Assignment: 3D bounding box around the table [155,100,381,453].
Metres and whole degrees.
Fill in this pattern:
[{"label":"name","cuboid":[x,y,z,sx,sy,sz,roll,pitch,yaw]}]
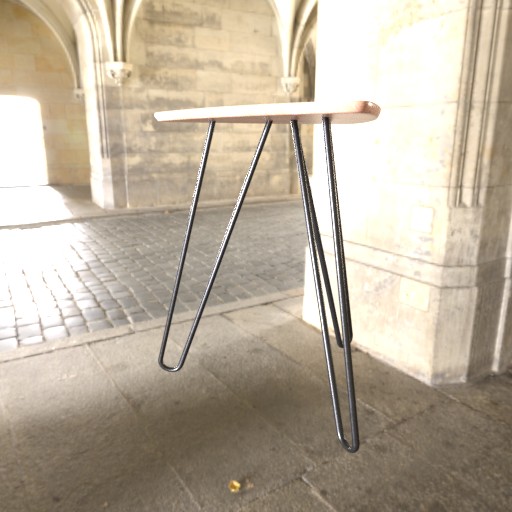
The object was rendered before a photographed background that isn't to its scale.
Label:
[{"label":"table","cuboid":[0.000,0.000,0.910,0.455,0.564,0.442,3,15,10]}]
